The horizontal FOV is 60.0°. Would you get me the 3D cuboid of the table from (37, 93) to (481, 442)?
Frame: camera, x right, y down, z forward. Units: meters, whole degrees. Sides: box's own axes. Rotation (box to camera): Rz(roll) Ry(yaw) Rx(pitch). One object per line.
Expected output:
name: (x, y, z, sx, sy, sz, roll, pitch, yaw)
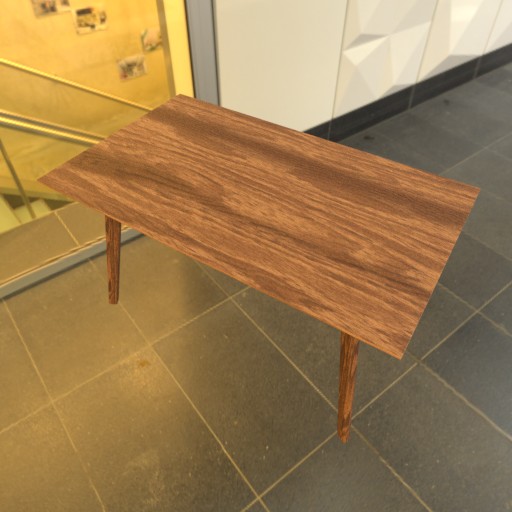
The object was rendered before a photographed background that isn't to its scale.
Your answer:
table: (0.000, 0.000, 1.822, 1.349, 0.724, 0.801, 25, 50, 22)
